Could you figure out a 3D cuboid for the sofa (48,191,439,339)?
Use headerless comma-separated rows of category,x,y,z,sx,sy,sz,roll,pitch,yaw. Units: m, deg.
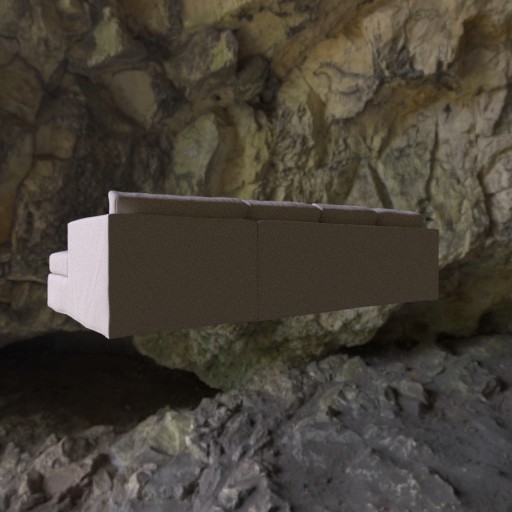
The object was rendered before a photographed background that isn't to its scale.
sofa,0.000,0.000,3.980,3.206,0.871,1.622,-1,1,-36
